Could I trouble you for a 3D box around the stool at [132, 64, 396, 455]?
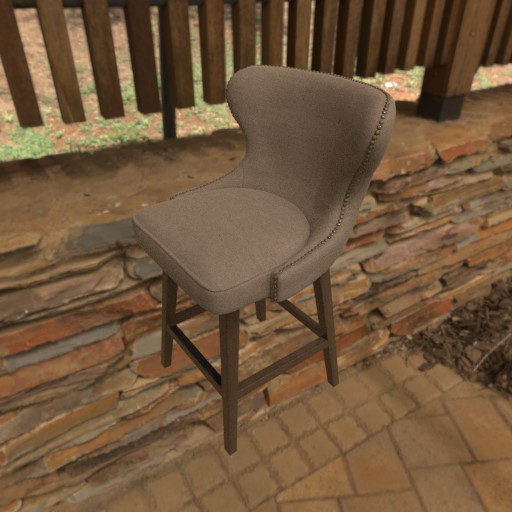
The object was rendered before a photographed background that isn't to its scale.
[{"bbox_3d":[0.000,0.000,1.334,0.597,0.972,0.615,-22,38,-30],"label":"stool"}]
